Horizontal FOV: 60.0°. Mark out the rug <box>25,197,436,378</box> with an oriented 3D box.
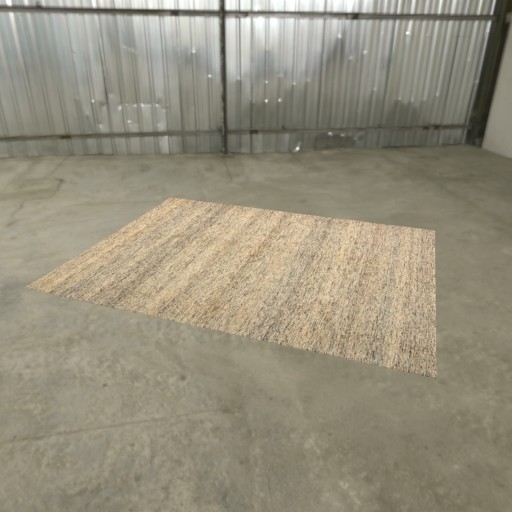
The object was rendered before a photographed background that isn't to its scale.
[{"bbox_3d":[0.000,0.000,4.203,3.199,0.036,2.414,9,28,18],"label":"rug"}]
